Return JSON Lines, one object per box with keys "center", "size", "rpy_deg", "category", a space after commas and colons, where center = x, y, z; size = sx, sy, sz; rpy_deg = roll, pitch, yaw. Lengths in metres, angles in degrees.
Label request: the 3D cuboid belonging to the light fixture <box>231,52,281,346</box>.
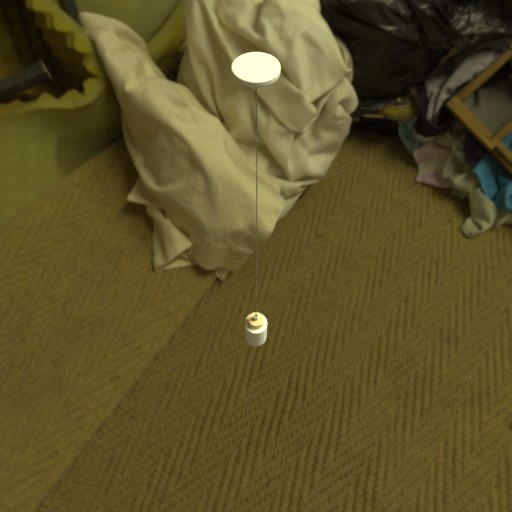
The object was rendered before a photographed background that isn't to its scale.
{"center": [0.000, 0.000, 1.880], "size": [0.125, 1.798, 0.125], "rpy_deg": [13, 59, 8], "category": "light fixture"}
